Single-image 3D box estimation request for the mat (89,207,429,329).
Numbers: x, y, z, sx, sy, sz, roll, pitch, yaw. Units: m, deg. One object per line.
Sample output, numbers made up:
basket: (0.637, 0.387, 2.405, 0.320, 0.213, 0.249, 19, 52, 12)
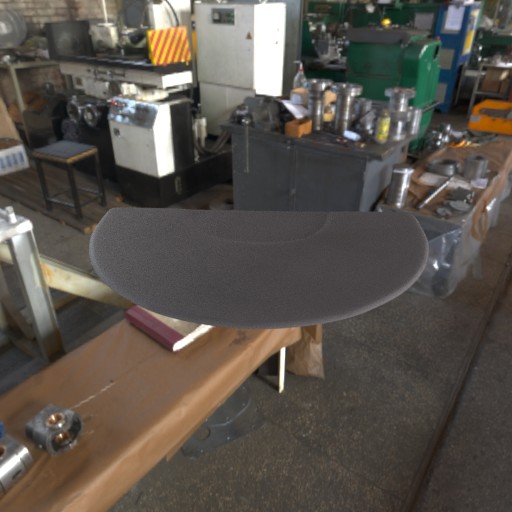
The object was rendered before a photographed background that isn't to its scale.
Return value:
mat: (0.000, 0.000, 1.835, 1.525, 0.022, 0.917, 1, 30, 2)
